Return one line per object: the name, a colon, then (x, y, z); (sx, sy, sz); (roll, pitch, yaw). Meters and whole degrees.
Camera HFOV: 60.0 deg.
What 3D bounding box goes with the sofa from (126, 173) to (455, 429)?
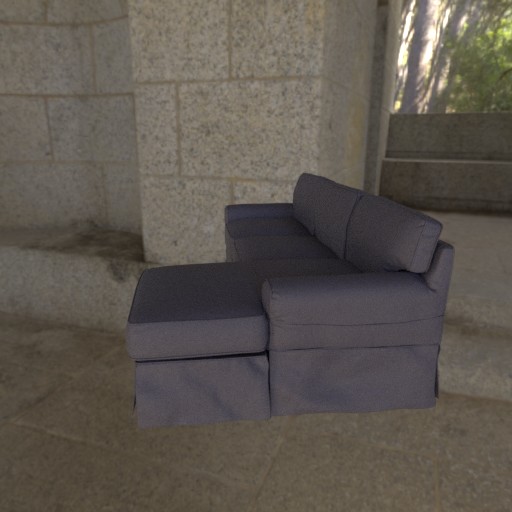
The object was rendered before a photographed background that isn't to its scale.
sofa: (0.000, 0.000, 3.296); (1.637, 1.039, 2.518); (-2, 16, -8)
